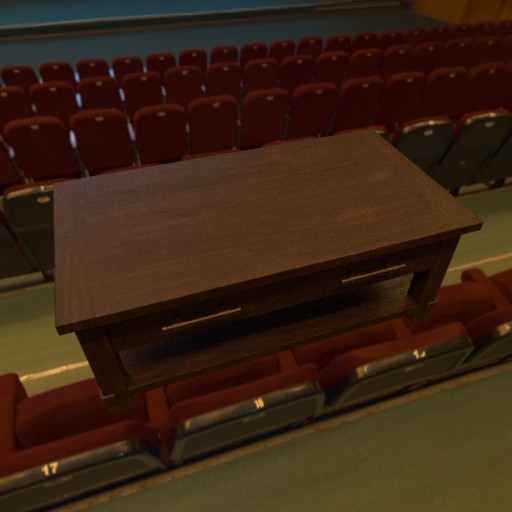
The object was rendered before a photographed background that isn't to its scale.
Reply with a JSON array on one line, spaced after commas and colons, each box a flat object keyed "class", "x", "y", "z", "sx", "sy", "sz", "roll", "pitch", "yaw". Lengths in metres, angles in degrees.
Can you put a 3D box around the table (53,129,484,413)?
[{"class": "table", "x": 0.000, "y": 0.000, "z": 1.631, "sx": 1.270, "sy": 0.494, "sz": 0.700, "roll": -13, "pitch": 43, "yaw": -14}]
